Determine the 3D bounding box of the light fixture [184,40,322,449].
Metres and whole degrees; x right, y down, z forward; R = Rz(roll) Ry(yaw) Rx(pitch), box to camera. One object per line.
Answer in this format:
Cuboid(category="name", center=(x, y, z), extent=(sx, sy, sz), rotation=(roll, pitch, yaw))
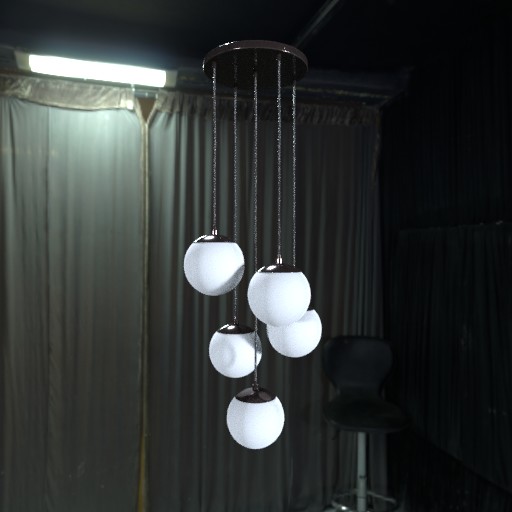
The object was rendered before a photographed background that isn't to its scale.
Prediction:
Cuboid(category="light fixture", center=(0.000, 0.000, 1.480), extent=(0.489, 1.271, 0.484), rotation=(0, 0, -19))
